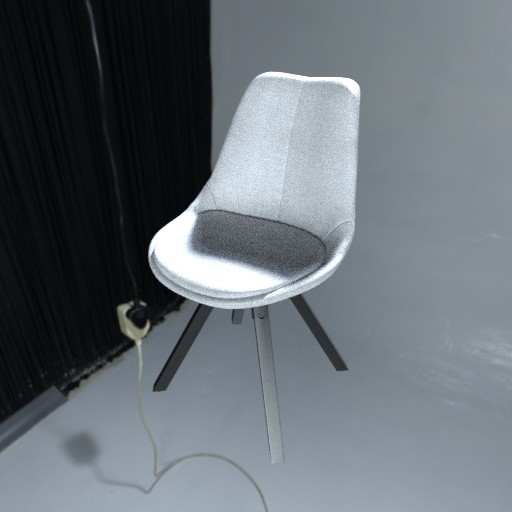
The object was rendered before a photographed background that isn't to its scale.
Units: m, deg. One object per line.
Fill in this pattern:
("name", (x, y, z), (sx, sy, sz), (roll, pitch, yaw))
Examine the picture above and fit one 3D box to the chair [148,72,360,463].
("chair", (0.000, 0.000, 1.183), (0.485, 0.850, 0.550), (18, 34, 29))
